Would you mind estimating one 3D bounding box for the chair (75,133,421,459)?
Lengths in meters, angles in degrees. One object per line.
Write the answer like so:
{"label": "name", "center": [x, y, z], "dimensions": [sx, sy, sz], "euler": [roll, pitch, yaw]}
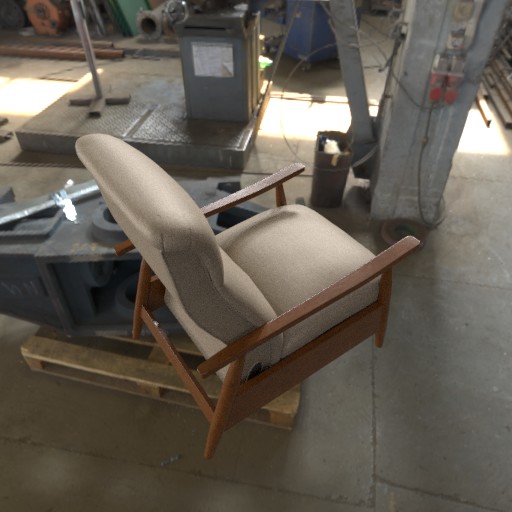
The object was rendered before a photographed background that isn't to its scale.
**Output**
{"label": "chair", "center": [0.000, 0.000, 1.775], "dimensions": [1.032, 1.082, 0.762], "euler": [-24, 47, -25]}
